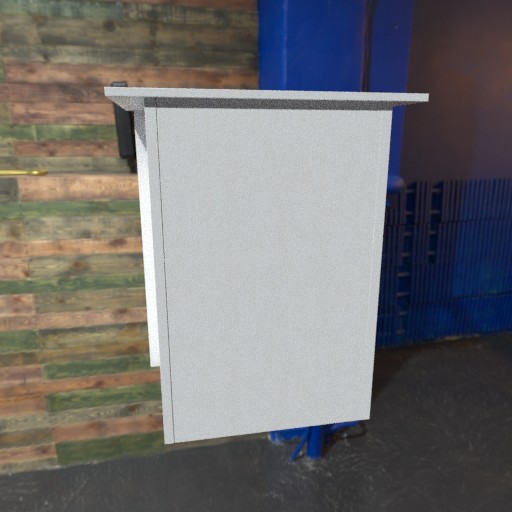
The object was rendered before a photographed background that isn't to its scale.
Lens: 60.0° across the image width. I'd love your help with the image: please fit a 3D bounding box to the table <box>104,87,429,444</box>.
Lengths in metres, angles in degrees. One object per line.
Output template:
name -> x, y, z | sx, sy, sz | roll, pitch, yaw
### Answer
table -> 0.000, 0.000, 1.069 | 0.589, 0.711, 0.406 | -3, 15, -11
